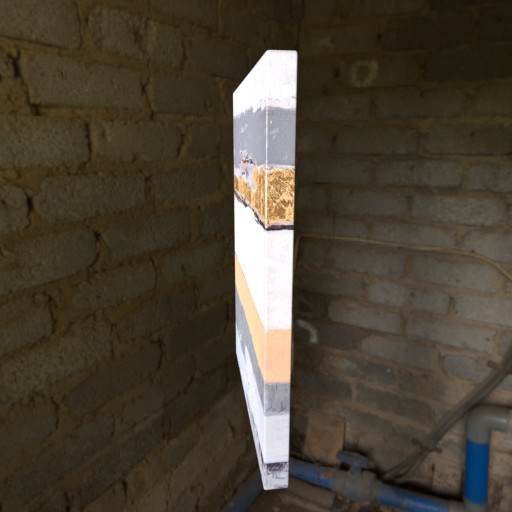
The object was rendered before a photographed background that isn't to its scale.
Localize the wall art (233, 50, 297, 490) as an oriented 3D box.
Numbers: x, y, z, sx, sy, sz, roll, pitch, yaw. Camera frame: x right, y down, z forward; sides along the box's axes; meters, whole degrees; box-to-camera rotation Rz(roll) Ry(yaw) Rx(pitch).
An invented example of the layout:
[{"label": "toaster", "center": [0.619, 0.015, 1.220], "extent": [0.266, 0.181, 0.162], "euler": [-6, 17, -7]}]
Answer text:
[{"label": "wall art", "center": [0.000, 0.000, 0.810], "extent": [0.038, 0.609, 0.456], "euler": [-2, 14, -7]}]
